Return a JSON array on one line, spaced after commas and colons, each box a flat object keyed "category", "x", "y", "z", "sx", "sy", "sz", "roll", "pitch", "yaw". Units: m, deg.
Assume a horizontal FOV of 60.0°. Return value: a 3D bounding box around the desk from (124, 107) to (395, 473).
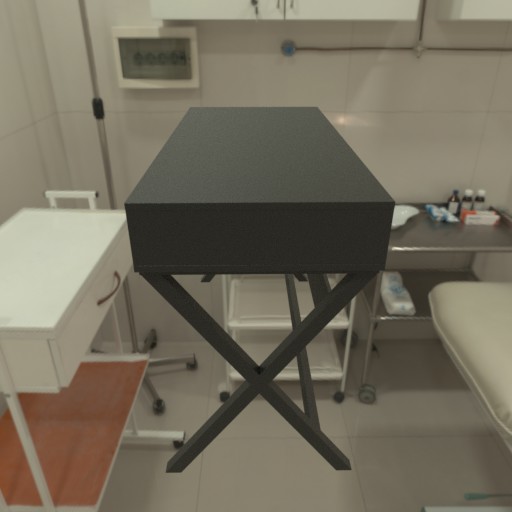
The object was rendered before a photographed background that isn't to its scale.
[{"category": "desk", "x": 0.000, "y": 0.000, "z": 1.472, "sx": 0.504, "sy": 0.780, "sz": 1.057, "roll": 0, "pitch": 28, "yaw": -1}]
